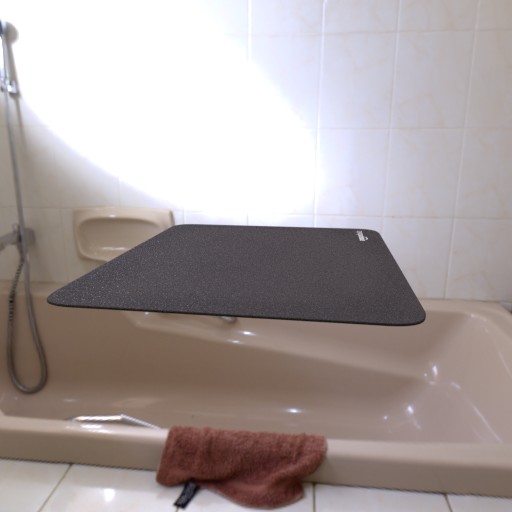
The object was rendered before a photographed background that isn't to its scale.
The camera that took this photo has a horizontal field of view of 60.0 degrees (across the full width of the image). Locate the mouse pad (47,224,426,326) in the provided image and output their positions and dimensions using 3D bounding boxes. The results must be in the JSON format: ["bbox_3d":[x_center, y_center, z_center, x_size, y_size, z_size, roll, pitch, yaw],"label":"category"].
[{"bbox_3d":[0.000,0.000,0.442,0.269,0.002,0.315,2,15,8],"label":"mouse pad"}]
